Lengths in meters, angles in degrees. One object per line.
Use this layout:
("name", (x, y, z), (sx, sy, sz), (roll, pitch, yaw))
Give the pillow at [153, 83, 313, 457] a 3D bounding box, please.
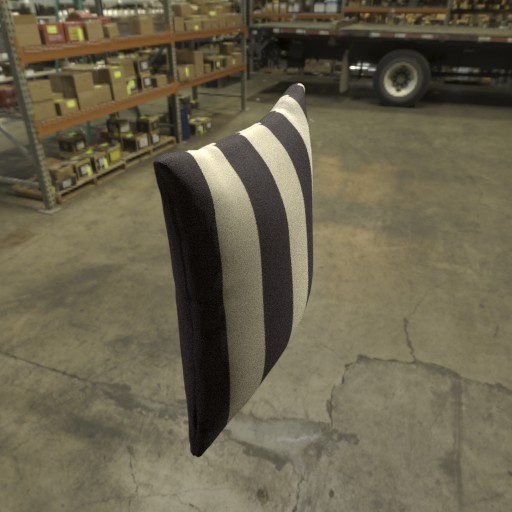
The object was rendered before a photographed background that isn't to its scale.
("pillow", (0.000, 0.000, 0.813), (0.189, 0.526, 0.536), (11, 32, 18))
